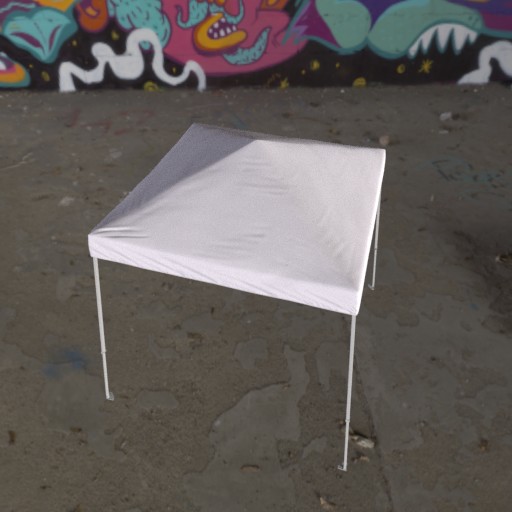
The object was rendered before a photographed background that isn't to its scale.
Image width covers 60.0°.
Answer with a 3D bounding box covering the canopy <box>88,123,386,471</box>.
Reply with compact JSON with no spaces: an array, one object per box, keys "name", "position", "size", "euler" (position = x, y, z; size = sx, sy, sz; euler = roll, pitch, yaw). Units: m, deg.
[{"name":"canopy","position":[0.000,0.000,5.028],"size":[2.850,2.850,2.849],"euler":[12,43,13]}]
